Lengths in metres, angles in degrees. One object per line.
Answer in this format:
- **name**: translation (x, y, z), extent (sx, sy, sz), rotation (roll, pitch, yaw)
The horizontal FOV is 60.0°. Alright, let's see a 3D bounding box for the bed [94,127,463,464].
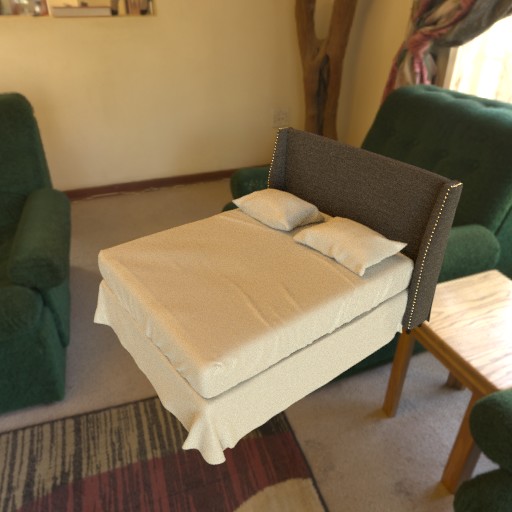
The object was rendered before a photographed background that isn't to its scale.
- **bed**: translation (0.000, 0.000, 3.524), extent (2.276, 1.332, 1.925), rotation (-21, 37, -31)
